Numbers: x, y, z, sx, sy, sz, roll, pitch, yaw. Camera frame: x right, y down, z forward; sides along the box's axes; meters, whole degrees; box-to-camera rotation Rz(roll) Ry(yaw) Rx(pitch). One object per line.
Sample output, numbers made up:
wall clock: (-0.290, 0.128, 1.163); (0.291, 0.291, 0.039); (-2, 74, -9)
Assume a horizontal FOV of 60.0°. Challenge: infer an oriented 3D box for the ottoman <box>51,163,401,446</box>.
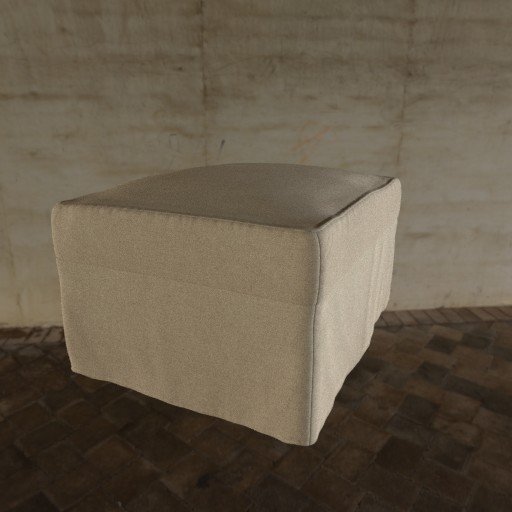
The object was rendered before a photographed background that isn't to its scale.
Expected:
ottoman: (0.000, 0.000, 1.249); (0.650, 0.485, 0.833); (8, 19, 25)
